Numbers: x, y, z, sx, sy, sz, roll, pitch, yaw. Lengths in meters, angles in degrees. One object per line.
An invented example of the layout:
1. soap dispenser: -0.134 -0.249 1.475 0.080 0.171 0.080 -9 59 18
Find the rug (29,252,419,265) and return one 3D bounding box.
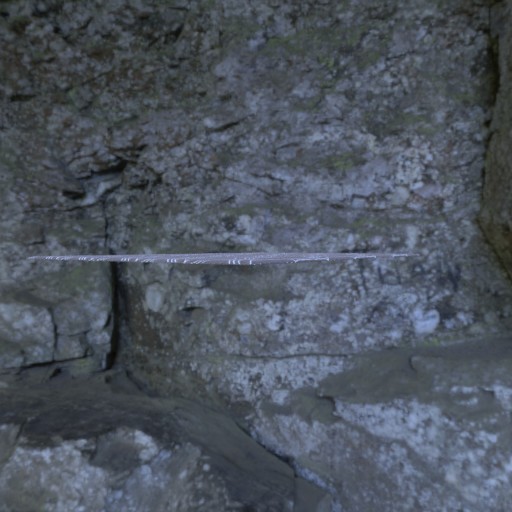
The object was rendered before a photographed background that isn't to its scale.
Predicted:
1. rug: 0.000 0.000 2.401 1.239 0.012 1.836 1 1 35
